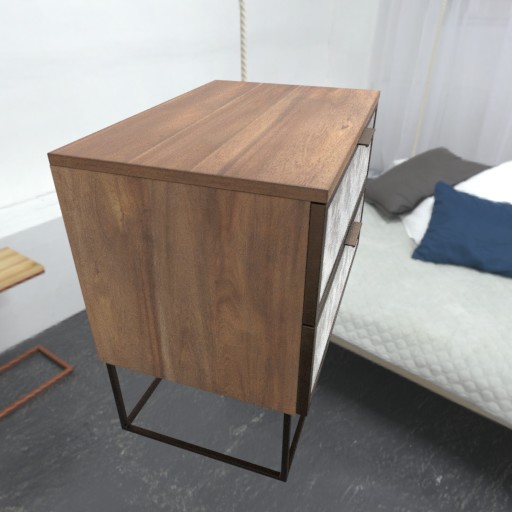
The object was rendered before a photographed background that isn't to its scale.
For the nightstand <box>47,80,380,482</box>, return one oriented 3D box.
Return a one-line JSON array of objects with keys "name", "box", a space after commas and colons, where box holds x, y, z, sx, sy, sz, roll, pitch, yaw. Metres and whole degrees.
[{"name": "nightstand", "box": [0.000, 0.000, 0.978, 0.427, 0.611, 0.605, 10, 33, 16]}]
